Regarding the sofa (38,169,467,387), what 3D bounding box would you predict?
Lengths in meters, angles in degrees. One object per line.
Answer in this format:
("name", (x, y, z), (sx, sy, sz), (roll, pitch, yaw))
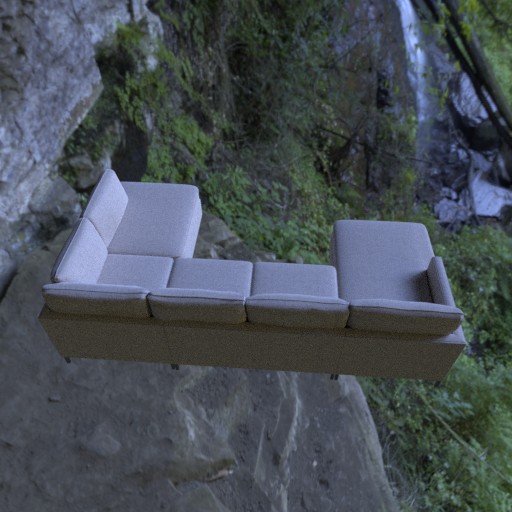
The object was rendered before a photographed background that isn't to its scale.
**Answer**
("sofa", (0.000, 0.000, 4.288), (3.423, 0.996, 2.021), (3, 47, 3))
